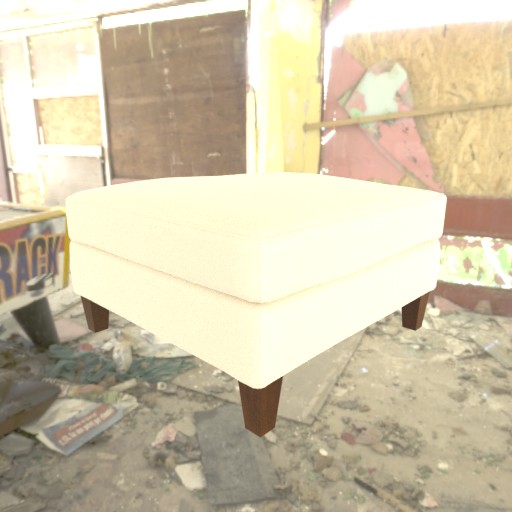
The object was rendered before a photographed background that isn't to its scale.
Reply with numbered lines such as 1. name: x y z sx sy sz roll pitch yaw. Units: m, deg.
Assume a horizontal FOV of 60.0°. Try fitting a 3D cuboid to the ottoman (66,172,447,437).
1. ottoman: 0.000 0.000 1.372 0.838 0.479 0.838 14 21 42
